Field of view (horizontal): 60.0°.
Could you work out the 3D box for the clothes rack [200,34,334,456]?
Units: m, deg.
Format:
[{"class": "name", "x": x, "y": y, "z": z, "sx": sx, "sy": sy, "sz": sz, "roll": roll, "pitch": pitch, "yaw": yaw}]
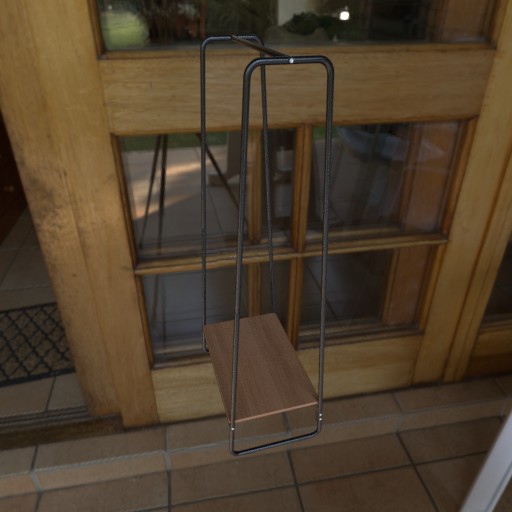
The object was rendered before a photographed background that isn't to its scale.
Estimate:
[{"class": "clothes rack", "x": 0.000, "y": 0.000, "z": 1.727, "sx": 0.400, "sy": 1.500, "sz": 0.640, "roll": -8, "pitch": 32, "yaw": -14}]
